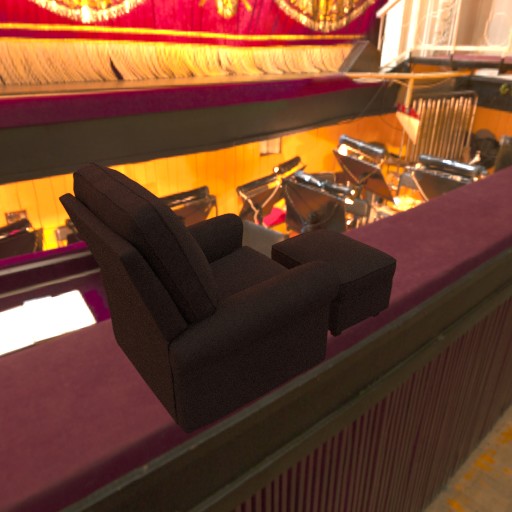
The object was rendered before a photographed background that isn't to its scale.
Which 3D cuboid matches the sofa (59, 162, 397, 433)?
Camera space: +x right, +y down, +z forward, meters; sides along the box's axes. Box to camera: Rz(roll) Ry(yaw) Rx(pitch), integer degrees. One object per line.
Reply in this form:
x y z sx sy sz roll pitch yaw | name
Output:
0.000 0.000 2.081 1.478 0.959 0.880 -18 32 -32 | sofa
